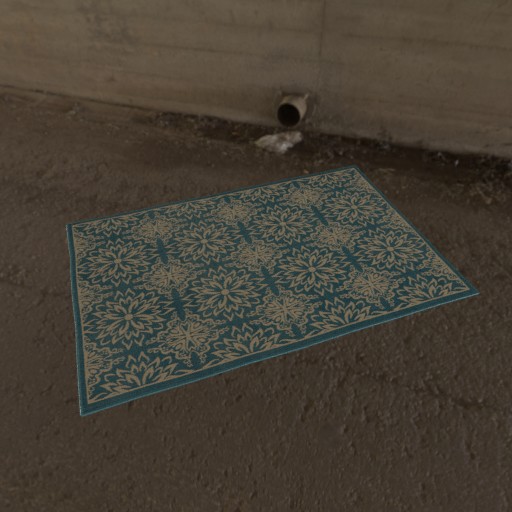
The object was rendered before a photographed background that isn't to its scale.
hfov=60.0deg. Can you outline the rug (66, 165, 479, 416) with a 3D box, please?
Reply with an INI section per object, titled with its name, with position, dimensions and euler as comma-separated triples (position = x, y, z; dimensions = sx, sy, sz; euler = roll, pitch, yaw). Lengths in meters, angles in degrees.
[rug]
position = 0.000, 0.000, 2.303
dimensions = 1.833, 0.012, 1.211
euler = -14, 45, -14
